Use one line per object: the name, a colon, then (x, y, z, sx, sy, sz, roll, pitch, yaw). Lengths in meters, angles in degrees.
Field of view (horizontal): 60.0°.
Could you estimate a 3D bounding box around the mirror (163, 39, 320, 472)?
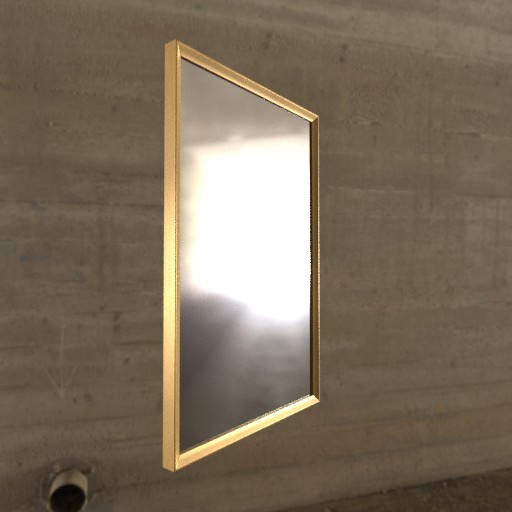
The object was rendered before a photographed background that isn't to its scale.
mirror: (0.000, 0.000, 1.188, 0.041, 0.915, 0.609, -1, -2, 38)
